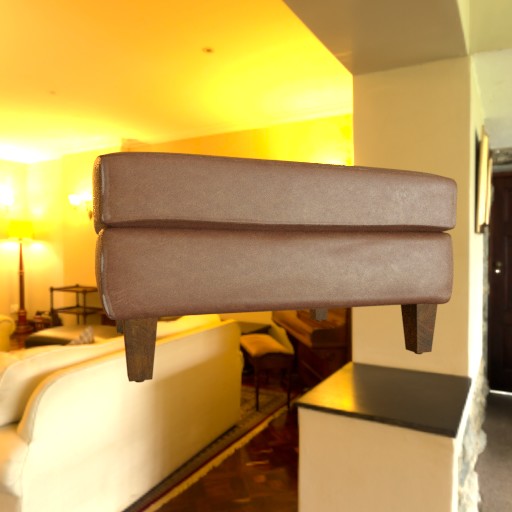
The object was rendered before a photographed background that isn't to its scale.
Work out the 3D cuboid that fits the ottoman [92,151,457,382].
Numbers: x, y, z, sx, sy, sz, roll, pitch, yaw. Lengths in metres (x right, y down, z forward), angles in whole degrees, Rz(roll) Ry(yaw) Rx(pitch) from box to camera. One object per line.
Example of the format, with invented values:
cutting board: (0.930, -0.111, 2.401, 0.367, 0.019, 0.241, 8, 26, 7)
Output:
ottoman: (0.000, 0.000, 1.231, 0.851, 0.485, 0.650, 0, 1, -20)
